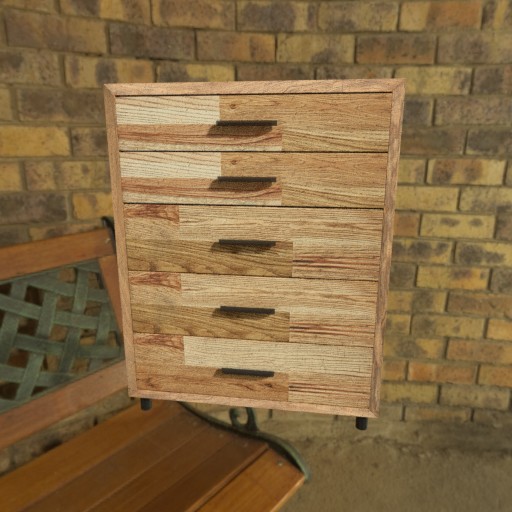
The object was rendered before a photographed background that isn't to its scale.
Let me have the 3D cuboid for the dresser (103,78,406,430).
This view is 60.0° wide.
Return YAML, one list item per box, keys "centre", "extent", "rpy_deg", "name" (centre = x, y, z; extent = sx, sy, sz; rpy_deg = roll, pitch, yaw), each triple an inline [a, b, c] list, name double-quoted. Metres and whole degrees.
- centre: [0.000, 0.000, 1.747]
  extent: [0.966, 1.243, 0.480]
  rpy_deg: [2, 15, 8]
  name: "dresser"
